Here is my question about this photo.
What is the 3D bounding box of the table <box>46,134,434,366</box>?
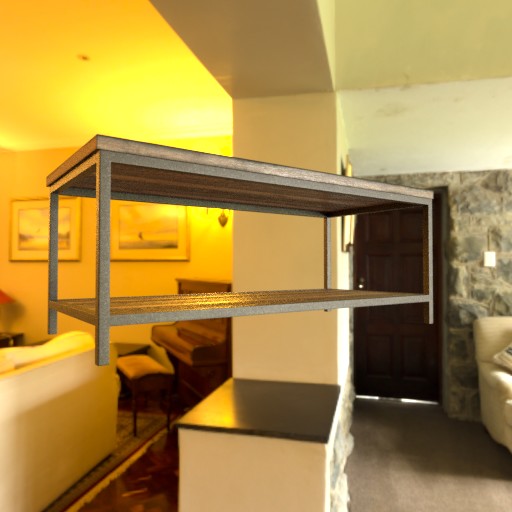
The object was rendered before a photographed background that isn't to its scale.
[{"bbox_3d":[0.000,0.000,1.227,0.990,0.399,0.452,1,-2,-35],"label":"table"}]
